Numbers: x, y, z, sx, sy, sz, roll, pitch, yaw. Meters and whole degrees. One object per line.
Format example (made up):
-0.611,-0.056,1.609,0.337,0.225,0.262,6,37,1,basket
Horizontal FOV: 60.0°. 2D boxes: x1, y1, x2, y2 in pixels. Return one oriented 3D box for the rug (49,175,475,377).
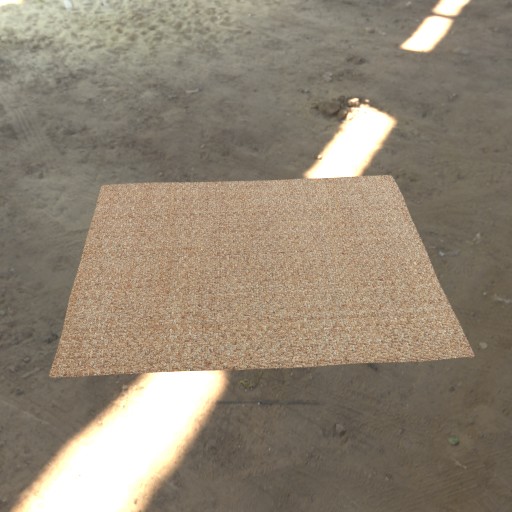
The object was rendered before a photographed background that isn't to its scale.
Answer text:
0.000,0.000,2.728,2.141,0.013,1.566,-3,47,-3,rug
